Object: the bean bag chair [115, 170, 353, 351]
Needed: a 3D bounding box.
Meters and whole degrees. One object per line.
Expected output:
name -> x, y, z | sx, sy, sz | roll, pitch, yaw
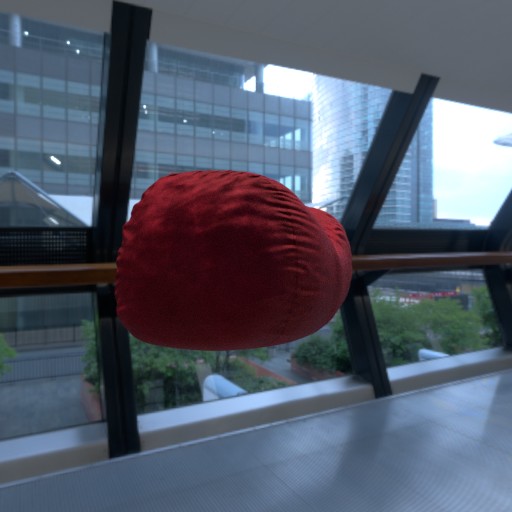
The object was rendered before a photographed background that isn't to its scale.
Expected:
bean bag chair -> 0.000, 0.000, 2.915 | 1.216, 0.867, 2.293 | 0, 0, 17
